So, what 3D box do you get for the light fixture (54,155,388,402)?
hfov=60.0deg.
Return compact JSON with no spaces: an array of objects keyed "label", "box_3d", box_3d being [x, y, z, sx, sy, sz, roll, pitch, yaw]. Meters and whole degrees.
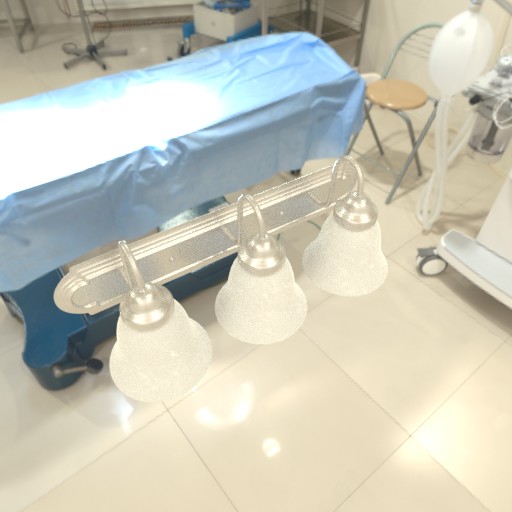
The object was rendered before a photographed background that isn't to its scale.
[{"label":"light fixture","box_3d":[0.000,0.000,0.721,0.610,0.222,0.199,-24,51,-21]}]
